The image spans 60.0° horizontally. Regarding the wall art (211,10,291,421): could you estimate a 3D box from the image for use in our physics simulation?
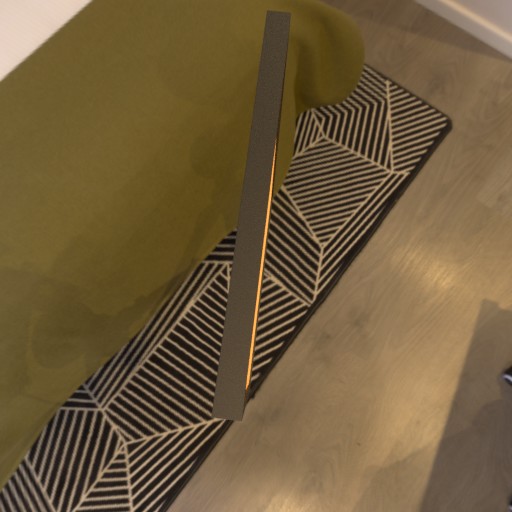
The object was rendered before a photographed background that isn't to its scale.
[{"bbox_3d":[0.000,0.000,0.738,0.029,0.559,0.457,7,76,2],"label":"wall art"}]
